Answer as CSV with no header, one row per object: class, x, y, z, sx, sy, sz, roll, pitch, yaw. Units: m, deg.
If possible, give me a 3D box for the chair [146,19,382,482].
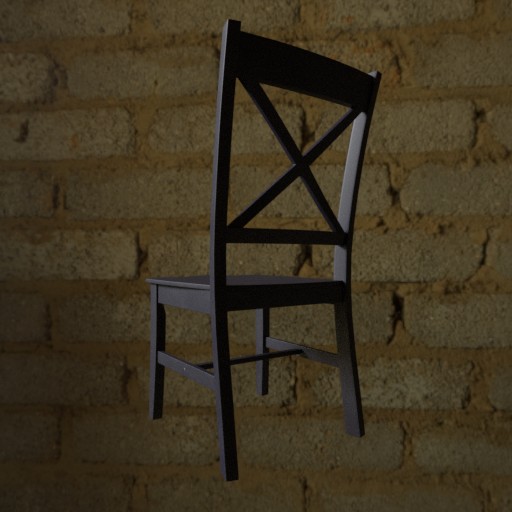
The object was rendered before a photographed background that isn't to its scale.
chair,0.000,0.000,1.258,0.485,0.983,0.542,0,0,-35
